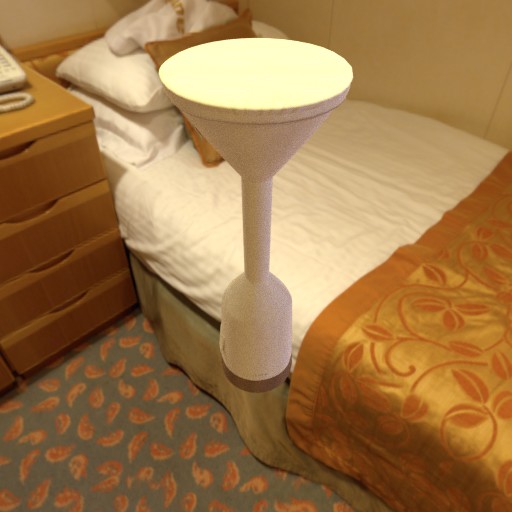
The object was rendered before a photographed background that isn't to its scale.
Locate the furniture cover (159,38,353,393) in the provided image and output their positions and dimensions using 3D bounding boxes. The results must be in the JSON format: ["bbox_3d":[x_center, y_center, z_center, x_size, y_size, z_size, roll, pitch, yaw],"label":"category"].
[{"bbox_3d":[0.000,0.000,2.904,0.914,2.413,0.914,-1,42,-1],"label":"furniture cover"}]
